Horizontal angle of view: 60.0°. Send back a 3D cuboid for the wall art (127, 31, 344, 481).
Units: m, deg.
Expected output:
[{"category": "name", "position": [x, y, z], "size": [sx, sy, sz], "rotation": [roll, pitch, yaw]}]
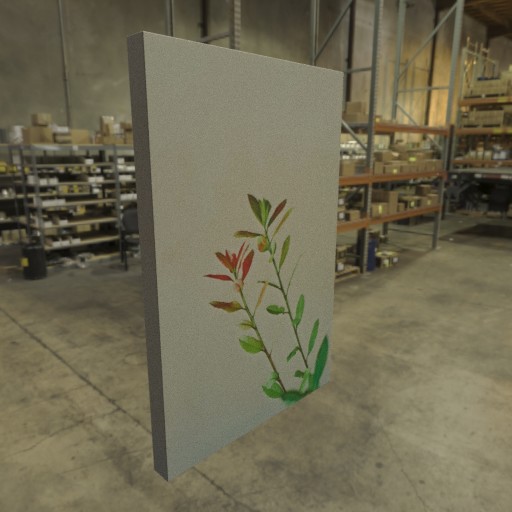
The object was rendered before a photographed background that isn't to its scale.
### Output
[{"category": "wall art", "position": [0.000, 0.000, 0.736], "size": [0.038, 0.611, 0.408], "rotation": [13, 19, 43]}]
